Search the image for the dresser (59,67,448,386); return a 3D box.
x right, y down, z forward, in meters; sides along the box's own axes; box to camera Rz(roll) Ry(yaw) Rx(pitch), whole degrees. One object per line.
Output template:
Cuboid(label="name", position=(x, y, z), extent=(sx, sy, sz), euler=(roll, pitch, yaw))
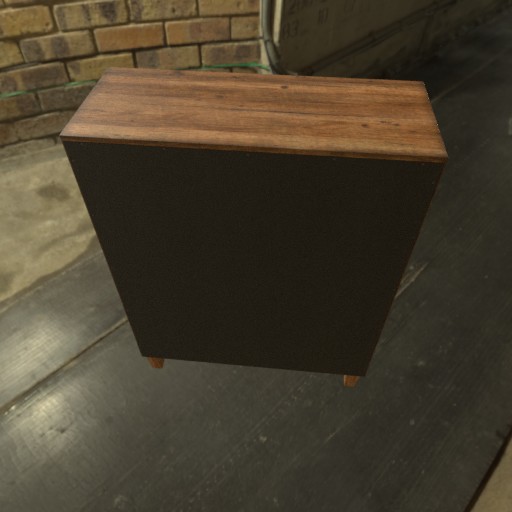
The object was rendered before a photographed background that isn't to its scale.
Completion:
Cuboid(label="dresser", position=(0.000, 0.000, 1.855), extent=(1.067, 1.359, 0.438), euler=(4, 48, 4))
